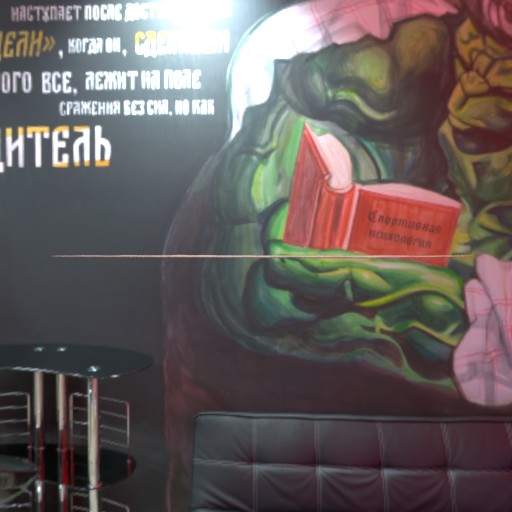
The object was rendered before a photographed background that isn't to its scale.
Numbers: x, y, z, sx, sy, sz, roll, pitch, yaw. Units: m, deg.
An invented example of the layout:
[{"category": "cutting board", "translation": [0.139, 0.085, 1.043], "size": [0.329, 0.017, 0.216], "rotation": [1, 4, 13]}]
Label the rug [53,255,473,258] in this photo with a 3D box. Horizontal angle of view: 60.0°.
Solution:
[{"category": "rug", "translation": [0.000, 0.000, 3.013], "size": [2.440, 0.012, 1.522], "rotation": [0, 0, 36]}]
